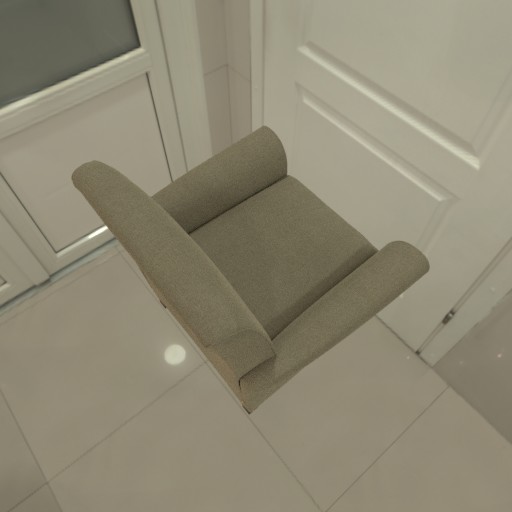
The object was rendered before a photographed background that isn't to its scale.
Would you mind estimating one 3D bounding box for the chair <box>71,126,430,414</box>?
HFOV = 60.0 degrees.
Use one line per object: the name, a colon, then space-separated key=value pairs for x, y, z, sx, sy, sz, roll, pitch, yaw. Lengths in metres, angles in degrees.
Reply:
chair: x=0.000 y=0.000 z=1.755 sx=0.905 sy=1.061 sz=0.978 roll=-35 pitch=64 yaw=-20
